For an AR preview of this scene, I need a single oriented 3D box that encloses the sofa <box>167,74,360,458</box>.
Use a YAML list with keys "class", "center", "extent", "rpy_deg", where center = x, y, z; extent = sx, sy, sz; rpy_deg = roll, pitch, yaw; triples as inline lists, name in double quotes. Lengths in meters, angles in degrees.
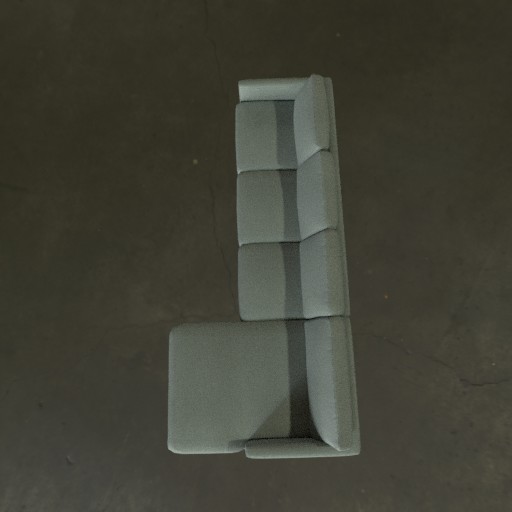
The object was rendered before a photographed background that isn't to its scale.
- class: "sofa"
  center: [0.000, 0.000, 4.169]
  extent: [1.604, 0.950, 3.471]
  rpy_deg: [-2, 76, 0]
